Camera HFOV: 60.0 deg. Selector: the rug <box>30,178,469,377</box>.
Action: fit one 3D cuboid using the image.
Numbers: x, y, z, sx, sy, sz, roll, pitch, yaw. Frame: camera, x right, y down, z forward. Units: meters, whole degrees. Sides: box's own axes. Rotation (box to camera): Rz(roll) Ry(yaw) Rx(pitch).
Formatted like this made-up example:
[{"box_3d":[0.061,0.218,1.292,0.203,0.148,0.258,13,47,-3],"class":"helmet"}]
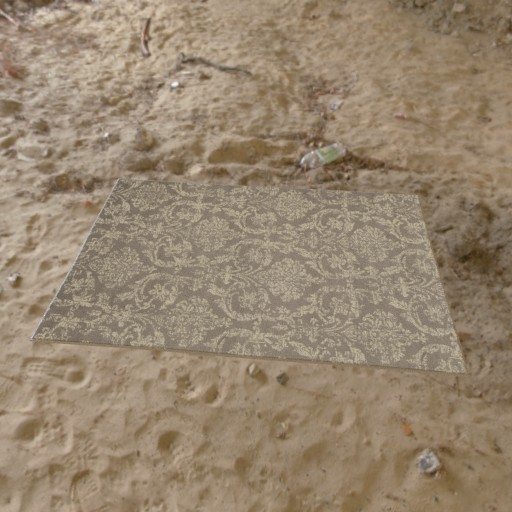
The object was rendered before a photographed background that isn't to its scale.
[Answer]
[{"box_3d":[0.000,0.000,3.398,2.746,0.018,1.819,4,45,4],"class":"rug"}]
